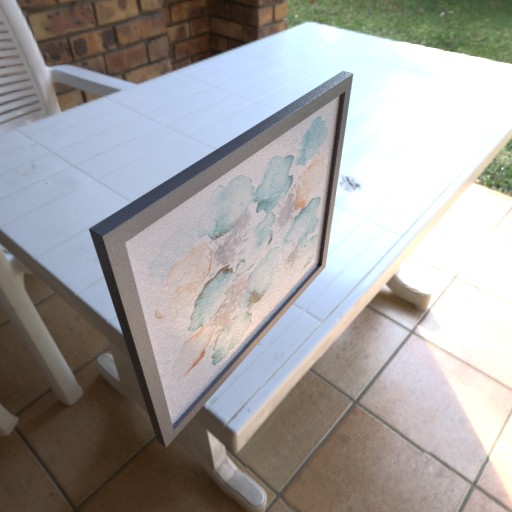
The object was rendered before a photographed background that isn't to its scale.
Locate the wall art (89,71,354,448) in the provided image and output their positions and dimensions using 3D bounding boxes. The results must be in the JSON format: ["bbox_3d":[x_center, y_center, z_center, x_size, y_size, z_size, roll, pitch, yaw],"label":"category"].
[{"bbox_3d":[0.000,0.000,0.919,0.026,0.558,0.660,26,48,26],"label":"wall art"}]
